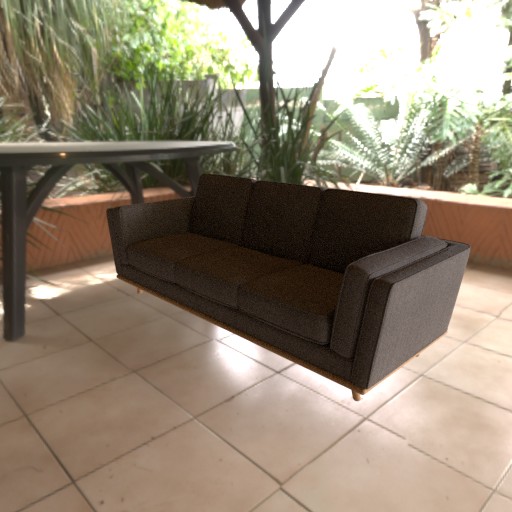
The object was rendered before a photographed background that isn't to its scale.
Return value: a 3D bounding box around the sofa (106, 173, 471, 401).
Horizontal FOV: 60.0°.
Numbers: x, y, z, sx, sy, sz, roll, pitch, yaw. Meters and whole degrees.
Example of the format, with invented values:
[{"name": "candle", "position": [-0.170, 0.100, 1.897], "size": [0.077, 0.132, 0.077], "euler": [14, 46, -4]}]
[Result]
[{"name": "sofa", "position": [0.000, 0.000, 2.873], "size": [0.903, 0.899, 2.362], "euler": [-15, 22, -42]}]
